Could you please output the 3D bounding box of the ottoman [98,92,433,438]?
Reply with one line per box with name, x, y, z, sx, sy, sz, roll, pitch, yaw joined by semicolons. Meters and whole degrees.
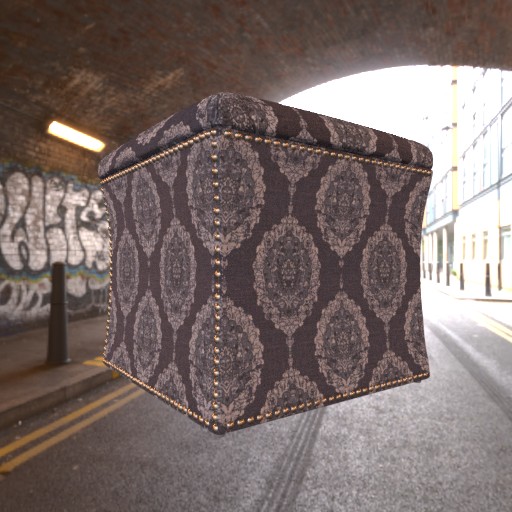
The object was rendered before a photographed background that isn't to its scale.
ottoman;0.000;0.000;0.886;0.497;0.475;0.507;0;0;-36
